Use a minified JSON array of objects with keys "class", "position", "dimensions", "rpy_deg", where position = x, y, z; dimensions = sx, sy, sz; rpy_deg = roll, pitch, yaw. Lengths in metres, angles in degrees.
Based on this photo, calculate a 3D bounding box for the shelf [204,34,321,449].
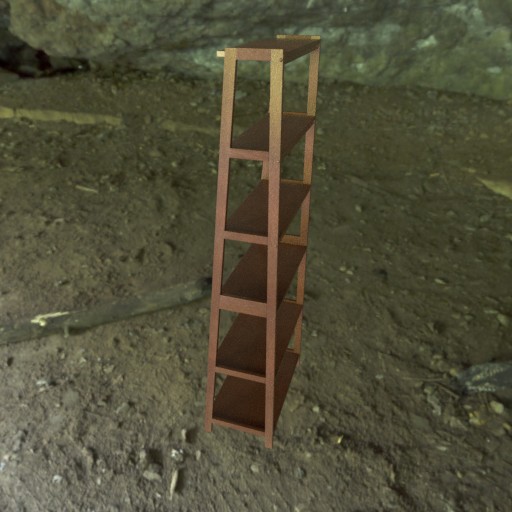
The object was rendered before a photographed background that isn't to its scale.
[{"class":"shelf","position":[0.000,0.000,2.155],"dimensions":[0.382,1.892,0.660],"rpy_deg":[9,31,15]}]
